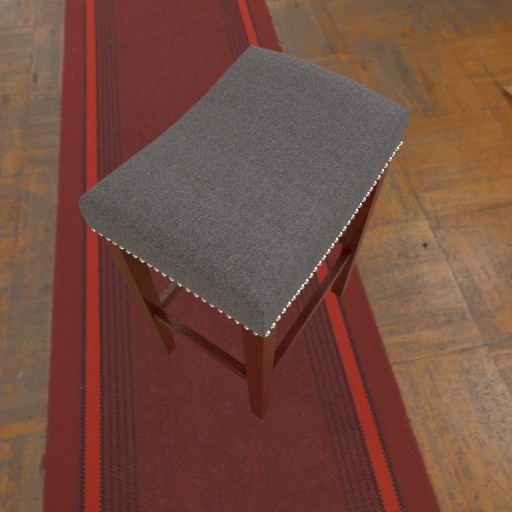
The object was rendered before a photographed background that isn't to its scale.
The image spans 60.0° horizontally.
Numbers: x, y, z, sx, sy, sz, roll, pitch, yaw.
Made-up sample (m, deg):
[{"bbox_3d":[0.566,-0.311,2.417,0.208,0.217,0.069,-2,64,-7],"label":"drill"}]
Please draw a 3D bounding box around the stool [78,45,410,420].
[{"bbox_3d":[0.000,0.000,1.049,0.372,0.742,0.504,30,63,17],"label":"stool"}]
